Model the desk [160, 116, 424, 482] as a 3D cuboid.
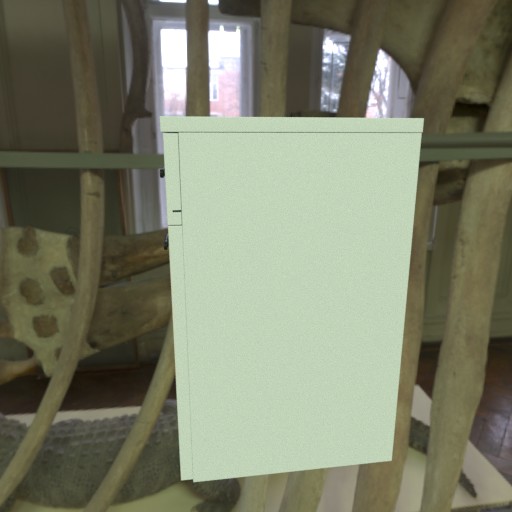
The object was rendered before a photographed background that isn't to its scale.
[{"bbox_3d":[0.000,0.000,1.289,0.482,0.730,0.898,-2,15,-8],"label":"desk"}]
